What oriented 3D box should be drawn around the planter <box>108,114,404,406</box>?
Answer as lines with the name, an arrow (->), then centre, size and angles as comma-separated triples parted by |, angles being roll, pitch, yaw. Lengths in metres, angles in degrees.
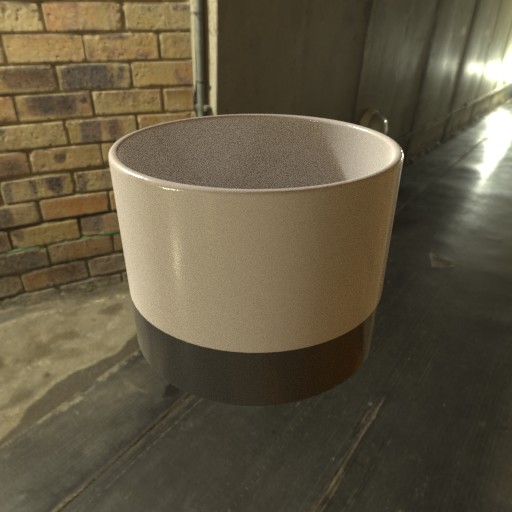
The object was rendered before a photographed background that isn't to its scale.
planter -> 0.000, 0.000, 0.343 | 0.193, 0.177, 0.193 | 0, 29, 0
